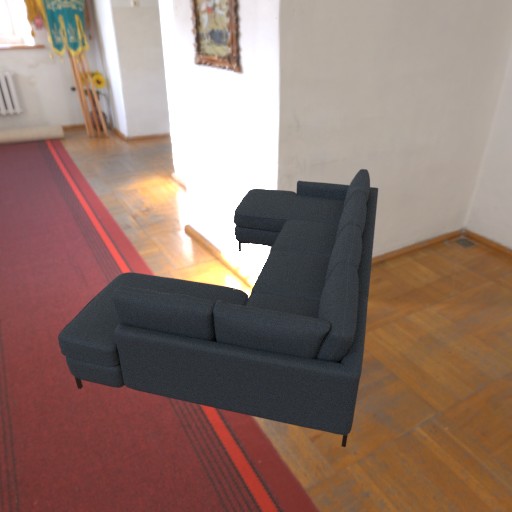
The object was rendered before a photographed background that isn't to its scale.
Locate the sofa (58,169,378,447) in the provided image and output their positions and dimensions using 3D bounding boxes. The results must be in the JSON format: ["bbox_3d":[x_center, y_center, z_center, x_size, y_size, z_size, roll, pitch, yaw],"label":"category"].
[{"bbox_3d":[0.000,0.000,3.950,1.984,0.858,2.975,8,31,13],"label":"sofa"}]
